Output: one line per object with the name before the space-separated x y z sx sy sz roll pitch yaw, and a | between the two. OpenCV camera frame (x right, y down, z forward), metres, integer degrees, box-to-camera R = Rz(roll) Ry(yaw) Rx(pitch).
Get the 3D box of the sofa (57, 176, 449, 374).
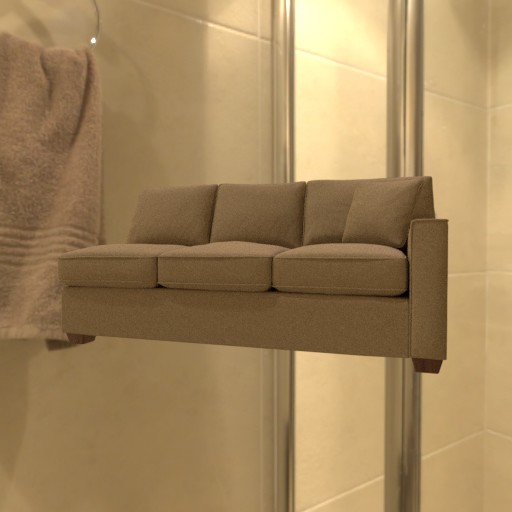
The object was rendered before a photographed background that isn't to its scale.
sofa | 0.000 0.000 2.553 1.963 0.946 1.034 0 2 18
